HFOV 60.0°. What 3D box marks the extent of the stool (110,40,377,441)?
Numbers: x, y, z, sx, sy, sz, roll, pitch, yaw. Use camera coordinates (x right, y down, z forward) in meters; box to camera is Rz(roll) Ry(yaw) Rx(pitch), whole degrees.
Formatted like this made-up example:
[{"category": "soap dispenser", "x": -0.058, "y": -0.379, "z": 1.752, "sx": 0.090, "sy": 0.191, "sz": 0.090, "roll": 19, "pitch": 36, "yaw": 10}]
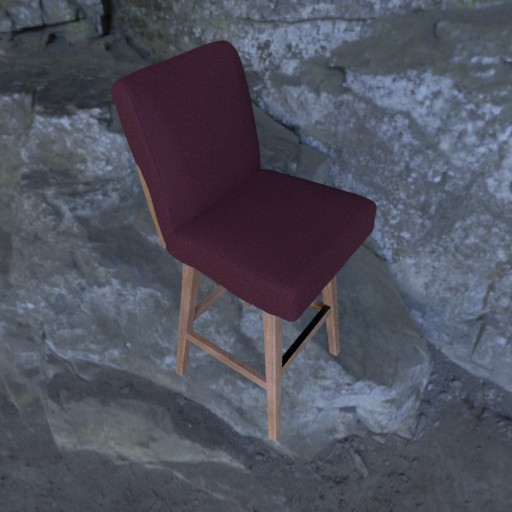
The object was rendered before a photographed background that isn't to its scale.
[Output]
[{"category": "stool", "x": 0.000, "y": 0.000, "z": 1.374, "sx": 0.562, "sy": 1.093, "sz": 0.468, "roll": 26, "pitch": 48, "yaw": 26}]
